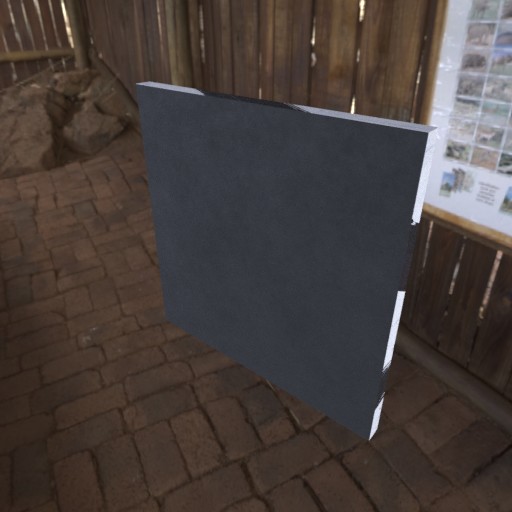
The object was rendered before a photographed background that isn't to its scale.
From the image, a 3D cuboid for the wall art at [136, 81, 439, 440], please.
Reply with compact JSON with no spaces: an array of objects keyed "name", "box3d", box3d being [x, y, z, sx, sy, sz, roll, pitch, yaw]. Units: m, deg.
[{"name":"wall art","box3d":[0.000,0.000,1.138,0.765,0.765,0.046,22,37,33]}]
